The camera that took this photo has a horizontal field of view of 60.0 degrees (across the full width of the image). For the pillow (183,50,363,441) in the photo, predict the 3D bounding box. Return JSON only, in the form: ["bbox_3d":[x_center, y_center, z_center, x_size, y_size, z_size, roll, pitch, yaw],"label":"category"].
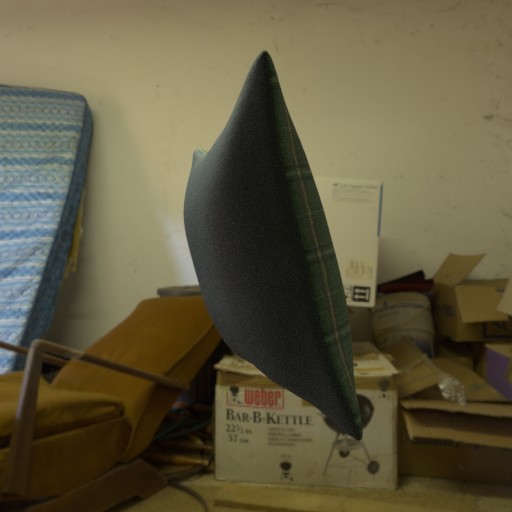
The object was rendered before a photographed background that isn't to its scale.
[{"bbox_3d":[0.000,0.000,0.691,0.200,0.430,0.453,0,-1,-17],"label":"pillow"}]
